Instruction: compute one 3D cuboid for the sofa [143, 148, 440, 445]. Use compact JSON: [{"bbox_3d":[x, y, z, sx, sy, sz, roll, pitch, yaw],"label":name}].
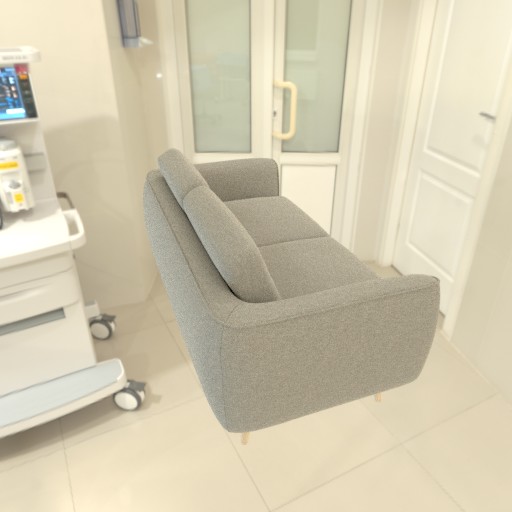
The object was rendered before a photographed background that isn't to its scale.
[{"bbox_3d":[0.000,0.000,2.226,0.920,0.850,1.700,-10,31,-18],"label":"sofa"}]
